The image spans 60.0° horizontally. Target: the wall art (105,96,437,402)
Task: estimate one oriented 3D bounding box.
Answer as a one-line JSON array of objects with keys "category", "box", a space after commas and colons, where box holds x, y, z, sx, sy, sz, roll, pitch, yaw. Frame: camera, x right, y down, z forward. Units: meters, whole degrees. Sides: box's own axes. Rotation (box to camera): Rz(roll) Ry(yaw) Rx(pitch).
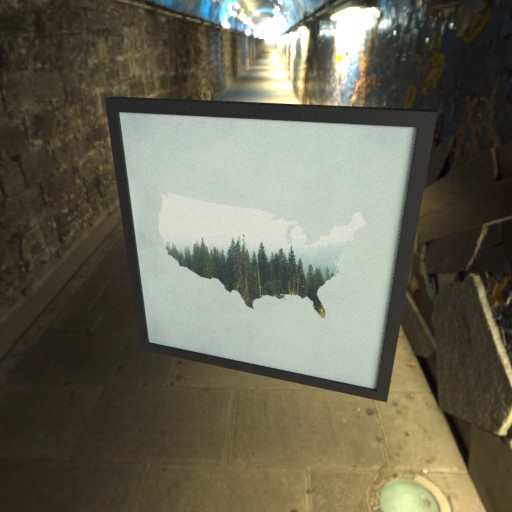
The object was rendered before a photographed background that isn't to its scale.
[{"category": "wall art", "box": [0.000, 0.000, 1.162, 0.763, 0.763, 0.038, 8, 27, 16]}]
